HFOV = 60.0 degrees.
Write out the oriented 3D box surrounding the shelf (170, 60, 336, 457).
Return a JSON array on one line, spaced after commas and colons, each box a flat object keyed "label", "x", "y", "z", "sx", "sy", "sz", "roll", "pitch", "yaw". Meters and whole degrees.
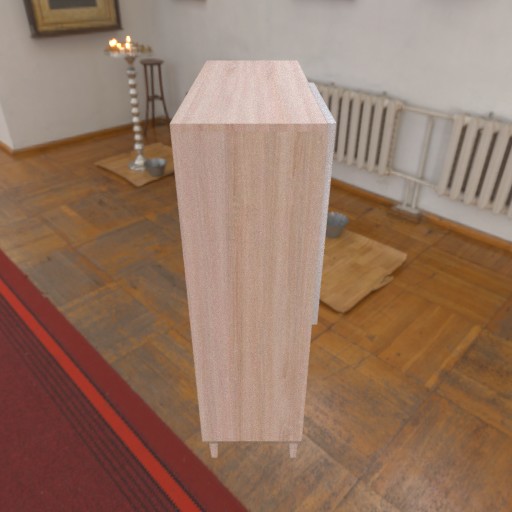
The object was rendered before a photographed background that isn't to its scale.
[{"label": "shelf", "x": 0.000, "y": 0.000, "z": 1.898, "sx": 0.434, "sy": 1.405, "sz": 0.995, "roll": 0, "pitch": 32, "yaw": 0}]
